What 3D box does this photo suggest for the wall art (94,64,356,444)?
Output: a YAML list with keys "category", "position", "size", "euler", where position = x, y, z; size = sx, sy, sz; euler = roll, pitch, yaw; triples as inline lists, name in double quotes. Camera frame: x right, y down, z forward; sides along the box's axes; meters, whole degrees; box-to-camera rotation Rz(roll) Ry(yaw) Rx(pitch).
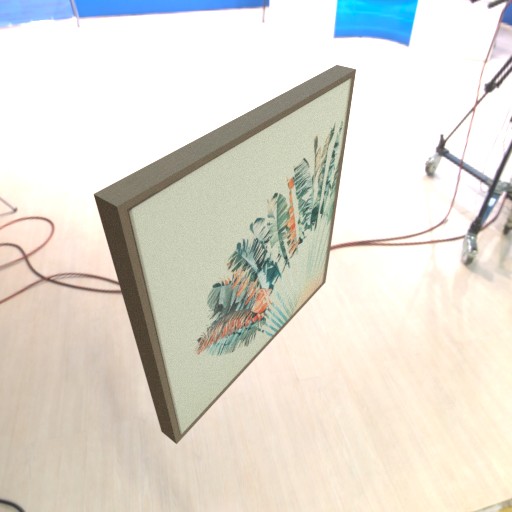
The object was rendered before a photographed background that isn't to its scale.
- category: "wall art"
  position: [0.000, 0.000, 0.773]
  size: [0.038, 0.506, 0.508]
  euler: [27, 48, 27]
